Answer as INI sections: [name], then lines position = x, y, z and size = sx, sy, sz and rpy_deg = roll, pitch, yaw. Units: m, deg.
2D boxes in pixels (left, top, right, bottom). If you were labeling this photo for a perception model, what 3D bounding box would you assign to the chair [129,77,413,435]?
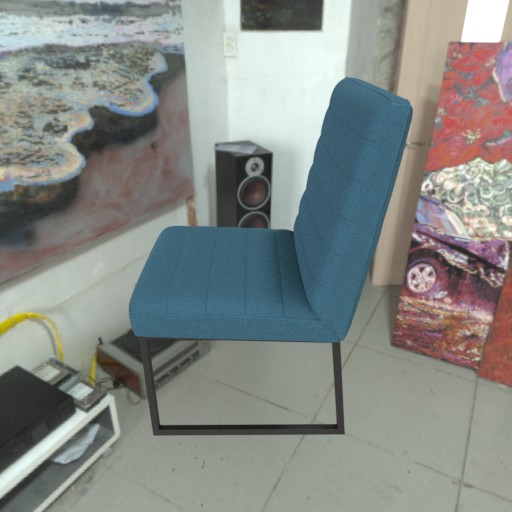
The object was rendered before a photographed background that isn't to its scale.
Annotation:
[chair]
position = 0.000, 0.000, 1.281
size = 0.634, 0.930, 0.520
rpy_deg = 0, 27, 0
